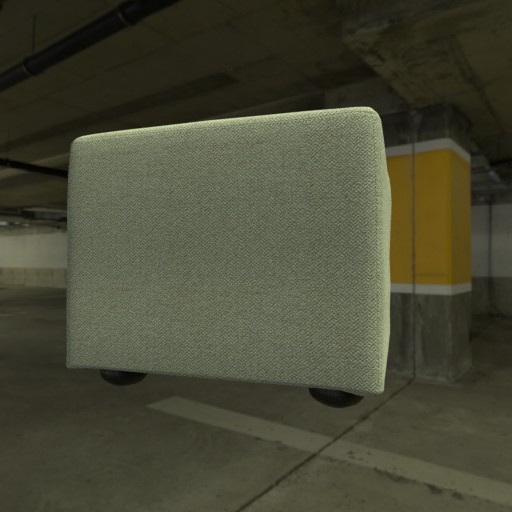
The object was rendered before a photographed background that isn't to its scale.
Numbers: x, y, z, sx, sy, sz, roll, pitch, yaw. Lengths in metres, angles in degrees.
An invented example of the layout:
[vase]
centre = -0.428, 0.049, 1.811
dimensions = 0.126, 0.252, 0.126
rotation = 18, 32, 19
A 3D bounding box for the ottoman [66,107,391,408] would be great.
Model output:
[ottoman]
centre = 0.000, 0.000, 0.900
dimensions = 0.521, 0.453, 0.512
rotation = 0, -1, 18
